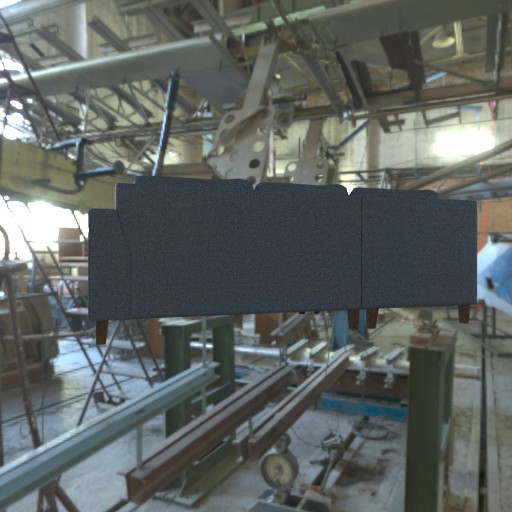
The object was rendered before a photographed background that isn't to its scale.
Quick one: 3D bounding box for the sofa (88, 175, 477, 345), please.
[{"bbox_3d":[0.000,0.000,3.103,2.120,0.787,1.829,0,0,-18],"label":"sofa"}]
